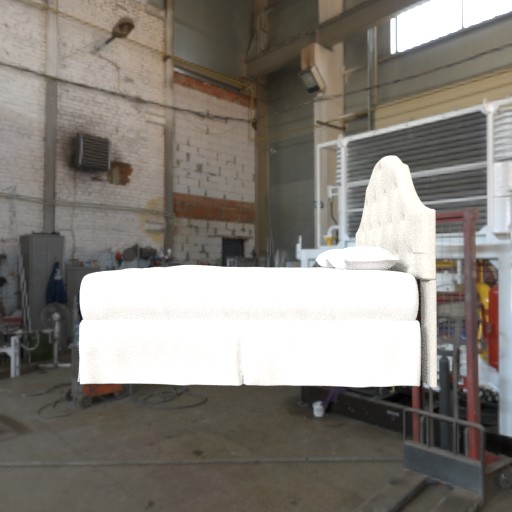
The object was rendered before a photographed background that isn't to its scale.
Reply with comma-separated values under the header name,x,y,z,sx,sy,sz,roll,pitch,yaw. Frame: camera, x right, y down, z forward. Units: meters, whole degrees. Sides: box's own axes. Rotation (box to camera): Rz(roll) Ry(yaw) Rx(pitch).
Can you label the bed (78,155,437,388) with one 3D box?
name,x,y,z,sx,sy,sz,roll,pitch,yaw
bed,0.000,0.000,3.665,2.214,1.615,2.008,0,-1,1
